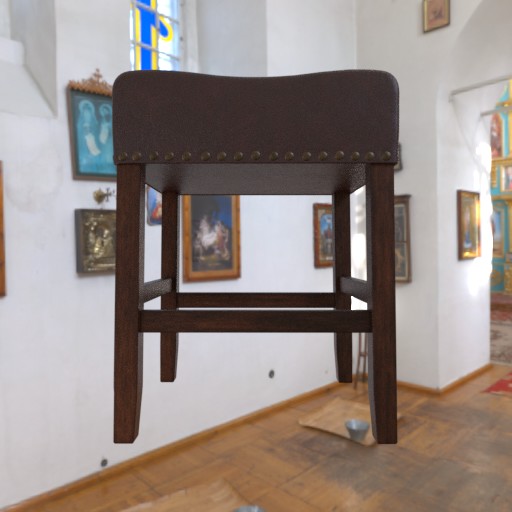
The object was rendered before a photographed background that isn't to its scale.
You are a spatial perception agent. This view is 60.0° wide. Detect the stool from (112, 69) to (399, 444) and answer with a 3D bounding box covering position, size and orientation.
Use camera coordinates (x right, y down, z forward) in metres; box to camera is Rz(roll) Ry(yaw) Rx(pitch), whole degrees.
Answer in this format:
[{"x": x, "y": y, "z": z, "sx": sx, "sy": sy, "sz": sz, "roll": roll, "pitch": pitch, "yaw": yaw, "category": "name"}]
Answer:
[{"x": 0.000, "y": 0.000, "z": 0.902, "sx": 0.465, "sy": 0.608, "sz": 0.397, "roll": 0, "pitch": 0, "yaw": 0, "category": "stool"}]
